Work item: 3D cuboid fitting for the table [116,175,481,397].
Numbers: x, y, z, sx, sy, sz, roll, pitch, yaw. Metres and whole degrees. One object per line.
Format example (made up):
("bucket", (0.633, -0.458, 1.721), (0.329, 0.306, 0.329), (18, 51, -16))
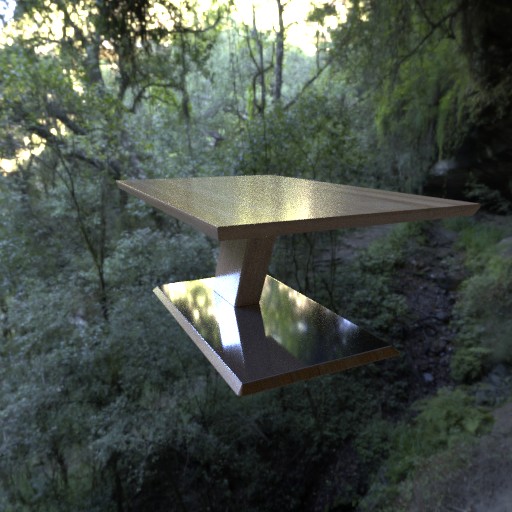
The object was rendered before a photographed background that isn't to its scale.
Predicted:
("table", (0.000, 0.000, 1.474), (0.692, 0.441, 1.100), (-7, 16, -25))
